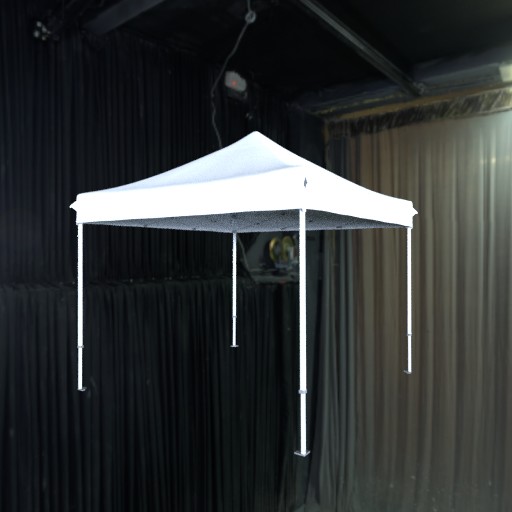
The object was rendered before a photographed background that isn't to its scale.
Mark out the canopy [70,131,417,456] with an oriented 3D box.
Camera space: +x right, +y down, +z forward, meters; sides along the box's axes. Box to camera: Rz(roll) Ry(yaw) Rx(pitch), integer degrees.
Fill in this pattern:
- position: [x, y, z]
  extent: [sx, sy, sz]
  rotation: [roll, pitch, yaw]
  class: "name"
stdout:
- position: [0.000, 0.000, 5.345]
  extent: [2.996, 2.998, 2.994]
  rotation: [0, 1, 35]
  class: "canopy"
